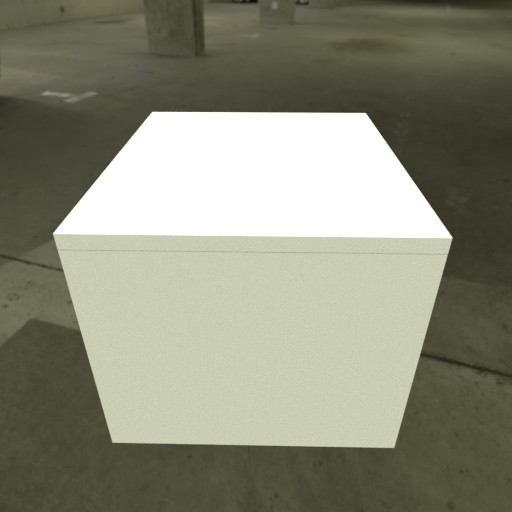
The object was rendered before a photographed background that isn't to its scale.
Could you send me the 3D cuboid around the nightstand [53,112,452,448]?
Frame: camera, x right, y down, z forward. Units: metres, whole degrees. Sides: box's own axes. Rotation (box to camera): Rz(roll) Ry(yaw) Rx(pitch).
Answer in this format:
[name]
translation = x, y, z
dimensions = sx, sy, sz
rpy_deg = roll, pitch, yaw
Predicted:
[nightstand]
translation = 0.000, 0.000, 0.745
dimensions = 0.408, 0.351, 0.470
rpy_deg = 1, 33, 1
